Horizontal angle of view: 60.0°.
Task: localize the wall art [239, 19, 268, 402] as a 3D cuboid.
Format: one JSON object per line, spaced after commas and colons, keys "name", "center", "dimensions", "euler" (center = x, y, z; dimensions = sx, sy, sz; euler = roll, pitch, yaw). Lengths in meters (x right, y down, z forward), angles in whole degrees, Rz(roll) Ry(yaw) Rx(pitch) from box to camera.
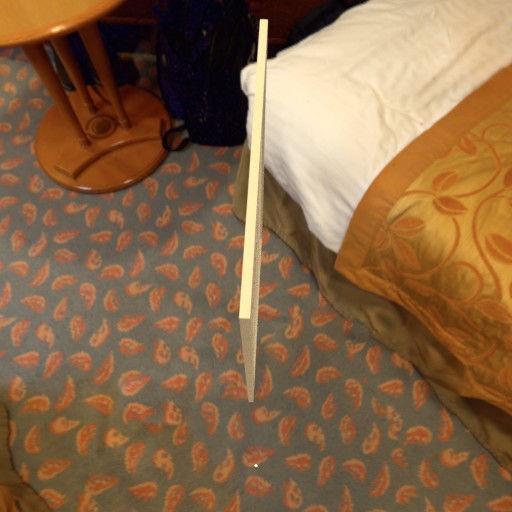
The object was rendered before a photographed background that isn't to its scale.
{"name": "wall art", "center": [0.000, 0.000, 0.848], "dimensions": [0.011, 0.659, 0.454], "euler": [3, 65, 1]}
